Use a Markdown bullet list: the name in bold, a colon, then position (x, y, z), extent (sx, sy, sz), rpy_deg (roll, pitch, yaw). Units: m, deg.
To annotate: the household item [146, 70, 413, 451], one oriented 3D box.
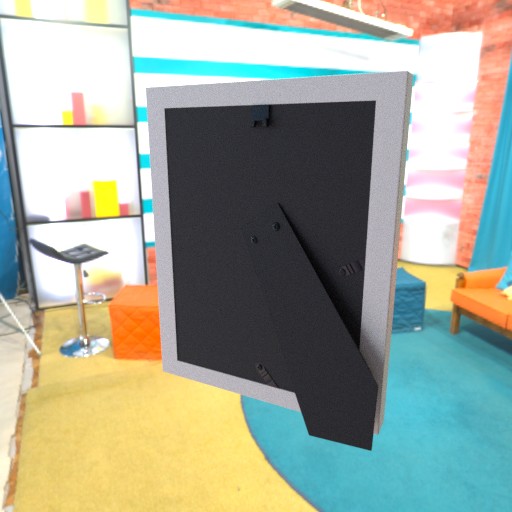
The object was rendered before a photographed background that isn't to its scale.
- **household item**: position (0.000, 0.000, 0.336), extent (0.200, 0.250, 0.045), rpy_deg (8, 17, 26)
